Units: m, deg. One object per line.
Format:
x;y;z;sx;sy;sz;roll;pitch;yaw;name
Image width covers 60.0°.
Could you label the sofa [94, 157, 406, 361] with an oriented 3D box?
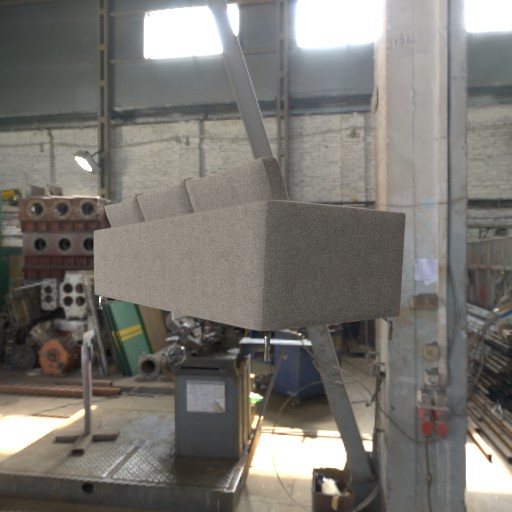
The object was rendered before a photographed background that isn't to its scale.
0.000;0.000;3.149;1.626;0.864;2.438;0;0;-36;sofa
